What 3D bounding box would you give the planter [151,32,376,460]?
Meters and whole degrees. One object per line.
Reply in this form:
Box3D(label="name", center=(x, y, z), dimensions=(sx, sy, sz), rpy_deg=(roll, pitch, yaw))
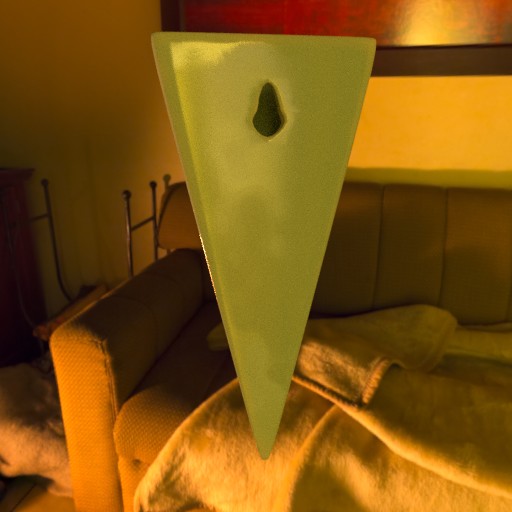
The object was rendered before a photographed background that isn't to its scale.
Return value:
Box3D(label="planter", center=(0.000, 0.000, 0.208), dimensions=(0.080, 0.178, 0.064), rpy_deg=(-2, 16, -7))
